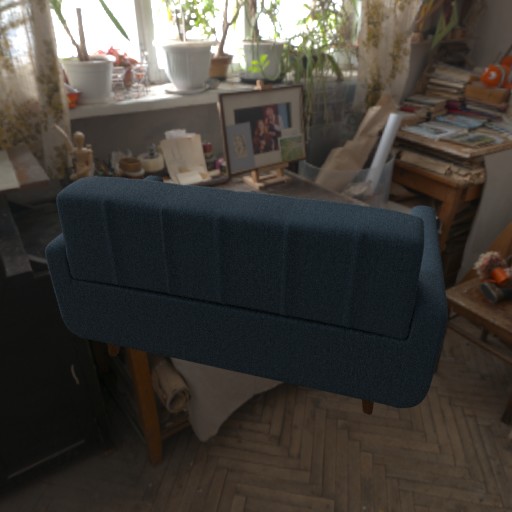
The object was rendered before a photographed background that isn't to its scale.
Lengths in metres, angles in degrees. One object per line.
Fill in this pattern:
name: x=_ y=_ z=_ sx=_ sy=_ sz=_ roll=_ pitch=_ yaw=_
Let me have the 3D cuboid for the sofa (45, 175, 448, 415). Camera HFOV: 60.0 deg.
sofa: x=0.000 y=0.000 z=2.162 sx=1.651 sy=0.896 sz=0.942 roll=9 pitch=31 yaw=14
